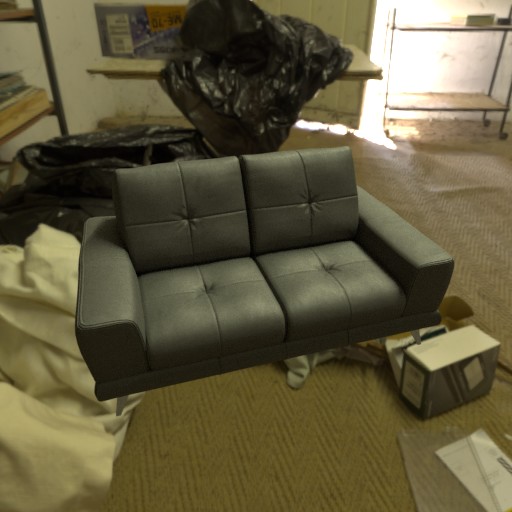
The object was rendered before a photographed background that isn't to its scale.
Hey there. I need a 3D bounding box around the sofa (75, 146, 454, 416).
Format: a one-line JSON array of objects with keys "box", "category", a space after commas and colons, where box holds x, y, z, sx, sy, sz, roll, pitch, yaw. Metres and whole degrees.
[{"box": [0.000, 0.000, 2.387, 1.806, 0.907, 1.018, -9, 33, -15], "category": "sofa"}]
